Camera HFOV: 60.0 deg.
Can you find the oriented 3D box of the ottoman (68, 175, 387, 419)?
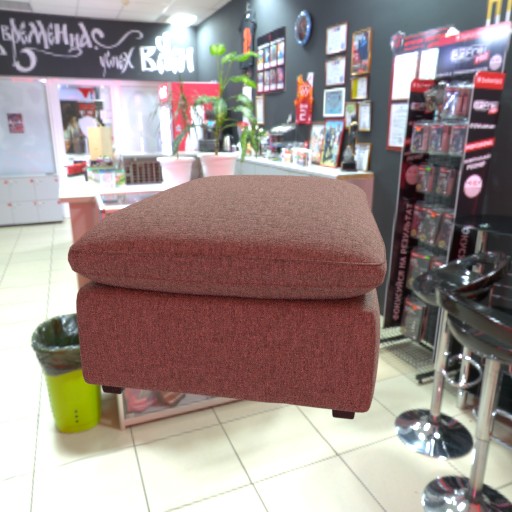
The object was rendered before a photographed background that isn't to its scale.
[{"bbox_3d":[0.000,0.000,1.354,0.694,0.451,0.977,3,17,10],"label":"ottoman"}]
